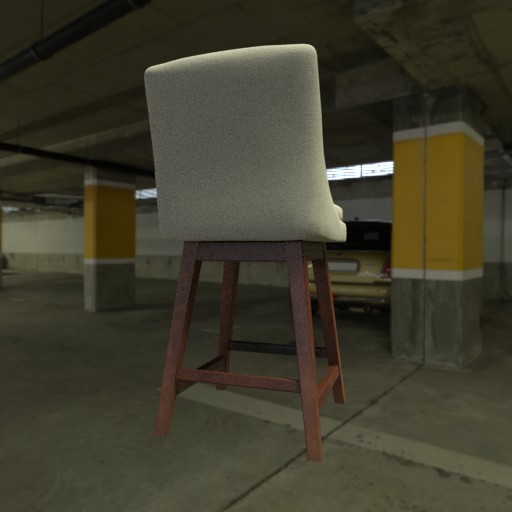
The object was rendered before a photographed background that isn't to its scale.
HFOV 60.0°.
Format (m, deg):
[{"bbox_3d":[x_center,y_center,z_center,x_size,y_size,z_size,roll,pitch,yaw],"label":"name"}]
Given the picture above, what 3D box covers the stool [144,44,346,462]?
[{"bbox_3d":[0.000,0.000,1.319,0.469,0.991,0.559,0,1,19],"label":"stool"}]
